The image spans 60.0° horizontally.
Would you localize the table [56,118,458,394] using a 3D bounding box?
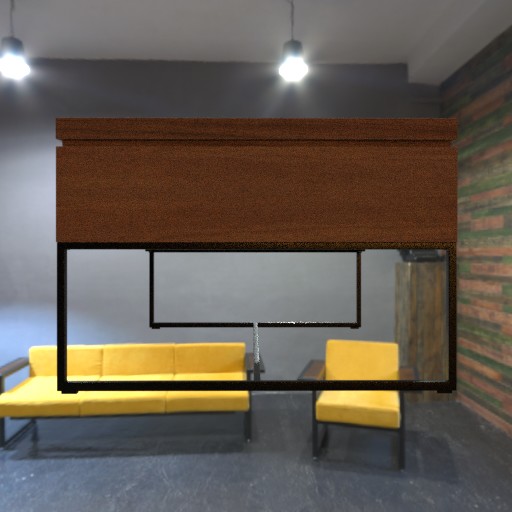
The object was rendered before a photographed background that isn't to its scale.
[{"bbox_3d":[0.000,0.000,1.082,0.676,0.464,0.679,0,0,0],"label":"table"}]
